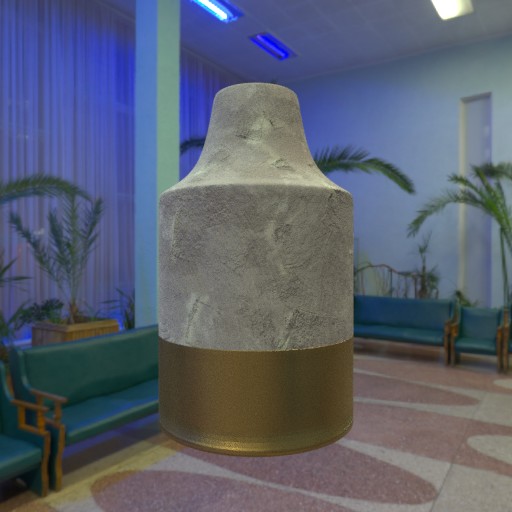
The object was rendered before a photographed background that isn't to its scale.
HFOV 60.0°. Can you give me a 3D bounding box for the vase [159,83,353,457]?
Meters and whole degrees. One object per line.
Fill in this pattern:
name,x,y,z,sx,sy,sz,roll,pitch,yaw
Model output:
vase,0.000,0.000,0.428,0.184,0.305,0.184,0,0,0
